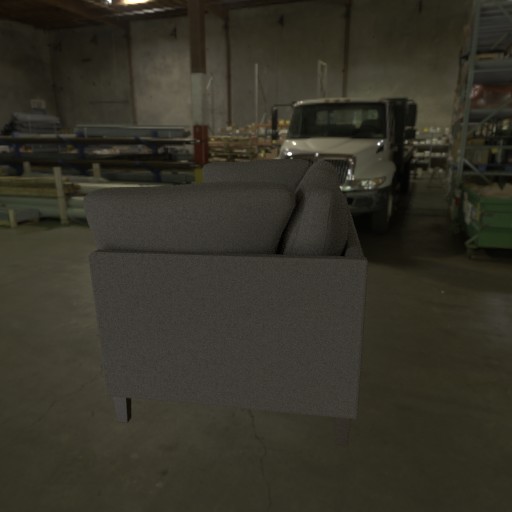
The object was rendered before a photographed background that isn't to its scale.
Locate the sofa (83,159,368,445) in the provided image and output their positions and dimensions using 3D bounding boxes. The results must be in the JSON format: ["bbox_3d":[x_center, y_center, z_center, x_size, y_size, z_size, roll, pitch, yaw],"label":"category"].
[{"bbox_3d":[0.000,0.000,2.314,0.969,0.920,1.751,2,15,8],"label":"sofa"}]
